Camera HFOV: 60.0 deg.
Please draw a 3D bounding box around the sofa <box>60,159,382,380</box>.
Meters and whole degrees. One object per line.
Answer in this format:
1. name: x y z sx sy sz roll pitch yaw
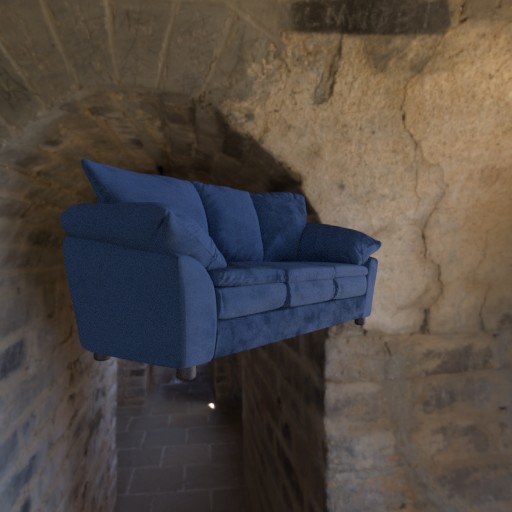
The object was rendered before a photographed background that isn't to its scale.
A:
1. sofa: 0.000 0.000 2.940 0.907 1.091 2.390 0 0 36
